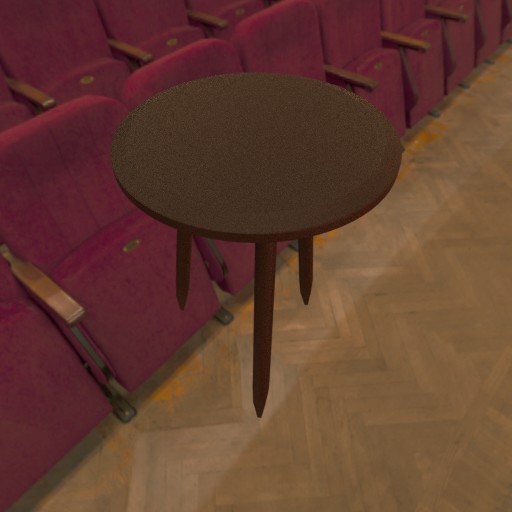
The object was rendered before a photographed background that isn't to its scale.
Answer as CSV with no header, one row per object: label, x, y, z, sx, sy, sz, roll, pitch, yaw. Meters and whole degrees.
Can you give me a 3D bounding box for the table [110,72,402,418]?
table,0.000,0.000,0.916,0.457,0.585,0.457,0,47,0
